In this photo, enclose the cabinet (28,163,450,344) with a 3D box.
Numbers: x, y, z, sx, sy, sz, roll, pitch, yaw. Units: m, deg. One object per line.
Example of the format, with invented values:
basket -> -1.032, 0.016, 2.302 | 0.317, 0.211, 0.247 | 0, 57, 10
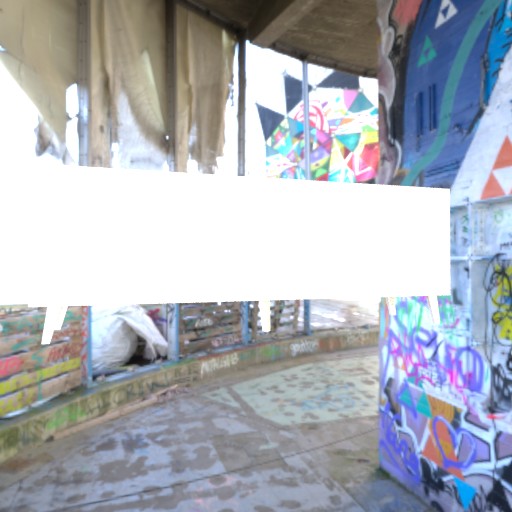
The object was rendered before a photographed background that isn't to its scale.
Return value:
cabinet -> 0.000, 0.000, 2.465 | 2.200, 0.780, 0.500 | 0, -1, -18
